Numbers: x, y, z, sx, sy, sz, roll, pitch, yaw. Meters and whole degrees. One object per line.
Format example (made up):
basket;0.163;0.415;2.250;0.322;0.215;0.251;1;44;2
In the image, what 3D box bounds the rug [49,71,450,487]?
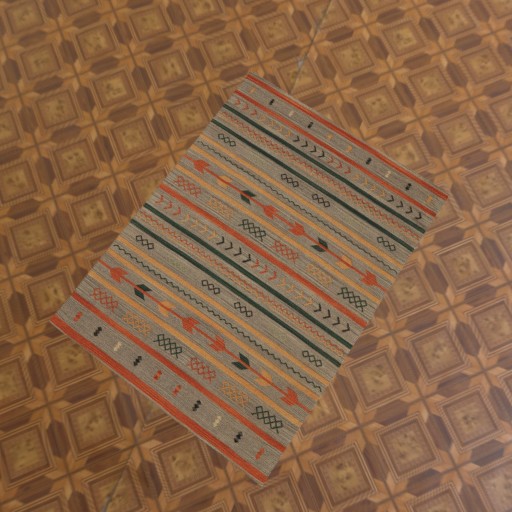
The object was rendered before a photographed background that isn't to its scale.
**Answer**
rug;0.000;0.000;3.956;2.263;0.022;3.029;34;79;8
